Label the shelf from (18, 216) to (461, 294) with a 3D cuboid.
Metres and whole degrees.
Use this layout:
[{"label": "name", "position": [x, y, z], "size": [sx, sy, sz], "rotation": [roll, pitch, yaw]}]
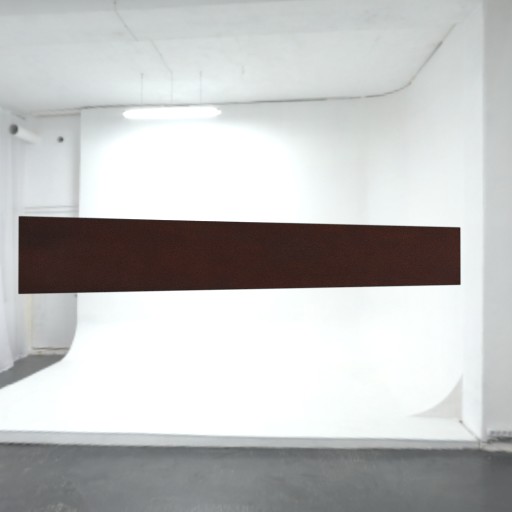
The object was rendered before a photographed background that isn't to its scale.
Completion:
[{"label": "shelf", "position": [0.000, 0.000, 0.661], "size": [0.607, 0.088, 0.152], "rotation": [0, 0, -17]}]
